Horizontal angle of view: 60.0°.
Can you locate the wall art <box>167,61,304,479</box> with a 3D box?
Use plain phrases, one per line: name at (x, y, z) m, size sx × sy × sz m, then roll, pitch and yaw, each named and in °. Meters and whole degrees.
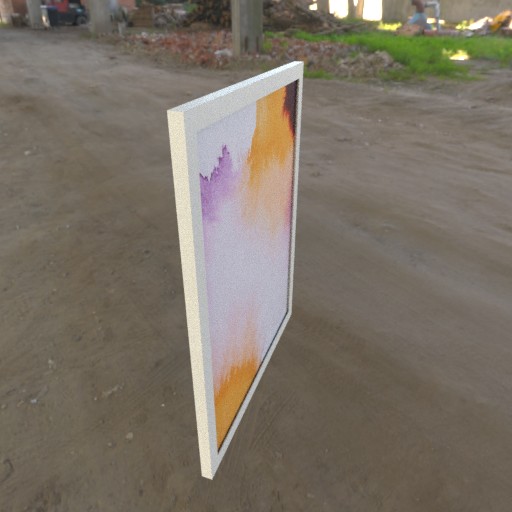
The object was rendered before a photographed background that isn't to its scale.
wall art at (0.000, 0.000, 1.083) m, size 0.026 × 0.811 × 0.661 m, roll 10°, pitch 31°, yaw 17°
